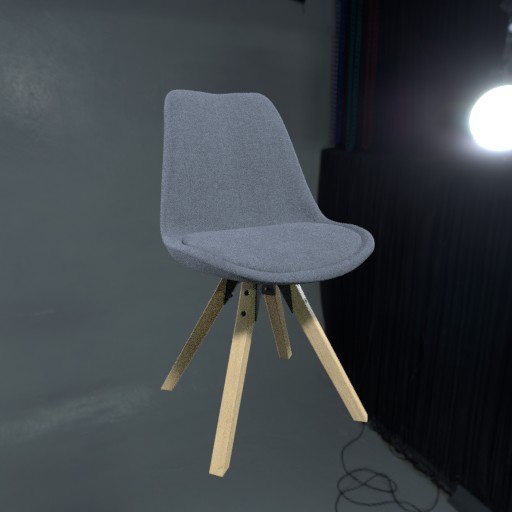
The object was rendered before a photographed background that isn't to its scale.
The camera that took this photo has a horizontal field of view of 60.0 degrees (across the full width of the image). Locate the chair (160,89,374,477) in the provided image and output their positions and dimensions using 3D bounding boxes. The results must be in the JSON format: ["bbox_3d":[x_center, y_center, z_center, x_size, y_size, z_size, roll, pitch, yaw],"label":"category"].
[{"bbox_3d":[0.000,0.000,1.162,0.485,0.850,0.550,-8,17,-27],"label":"chair"}]
